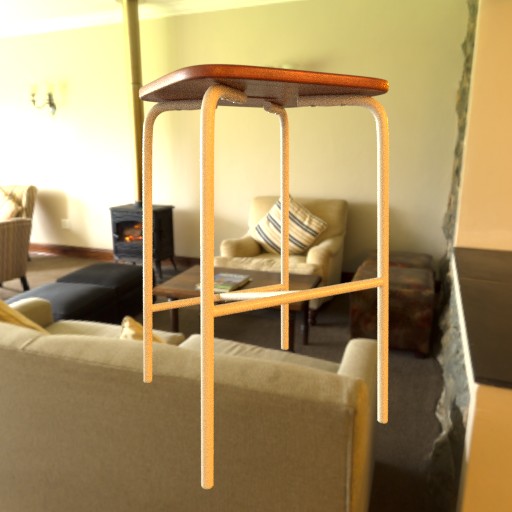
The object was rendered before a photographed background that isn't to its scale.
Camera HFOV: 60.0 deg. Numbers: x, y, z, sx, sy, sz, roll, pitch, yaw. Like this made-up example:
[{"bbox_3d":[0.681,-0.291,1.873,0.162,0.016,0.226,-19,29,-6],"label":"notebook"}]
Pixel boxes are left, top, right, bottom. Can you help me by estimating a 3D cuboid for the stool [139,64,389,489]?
[{"bbox_3d":[0.000,0.000,0.847,0.376,0.610,0.376,-7,15,-27],"label":"stool"}]
